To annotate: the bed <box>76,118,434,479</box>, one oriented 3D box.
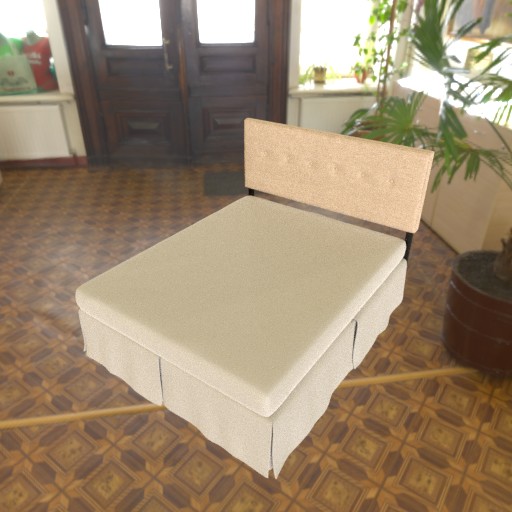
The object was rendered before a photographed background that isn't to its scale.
[{"bbox_3d":[0.000,0.000,3.055,1.643,1.270,1.978,20,36,30],"label":"bed"}]
